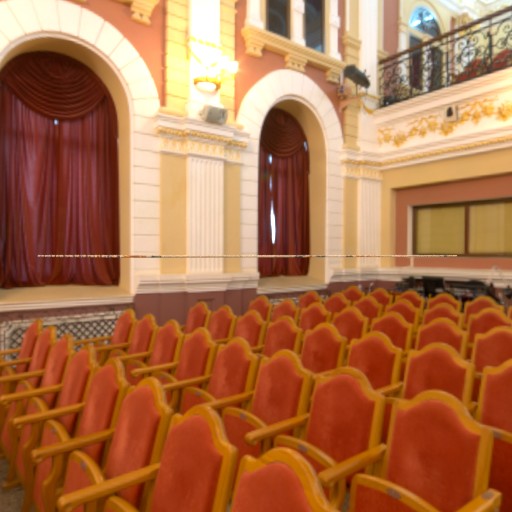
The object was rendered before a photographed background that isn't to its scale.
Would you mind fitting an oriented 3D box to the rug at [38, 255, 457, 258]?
[{"bbox_3d":[0.000,0.000,3.018,2.428,0.010,1.533,0,0,-37],"label":"rug"}]
